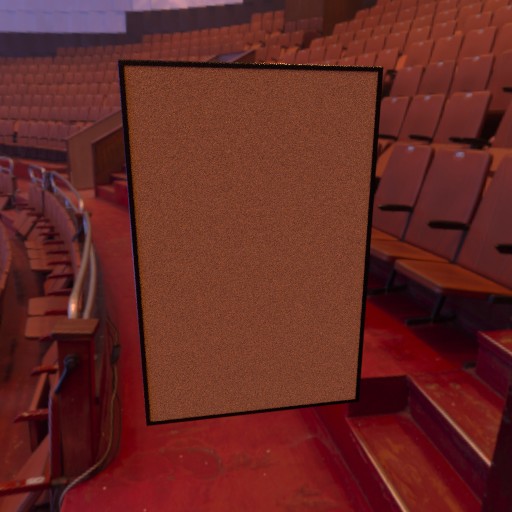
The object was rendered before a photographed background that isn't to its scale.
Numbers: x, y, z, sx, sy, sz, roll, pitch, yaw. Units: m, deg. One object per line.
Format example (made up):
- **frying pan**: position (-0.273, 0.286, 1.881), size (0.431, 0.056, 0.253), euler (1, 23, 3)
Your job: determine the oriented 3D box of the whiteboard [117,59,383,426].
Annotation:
- **whiteboard**: position (0.000, 0.000, 0.762), size (0.406, 0.611, 0.026), euler (-3, 16, -10)
